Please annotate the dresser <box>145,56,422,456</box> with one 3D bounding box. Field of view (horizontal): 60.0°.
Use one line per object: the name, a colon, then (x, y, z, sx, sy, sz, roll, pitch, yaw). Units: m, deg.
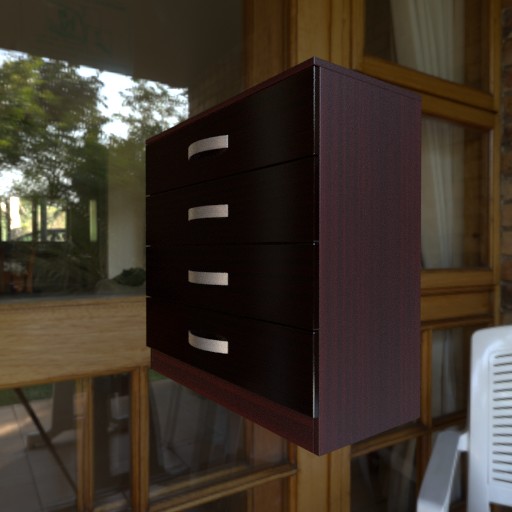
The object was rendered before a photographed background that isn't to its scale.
dresser: (0.000, 0.000, 1.183, 0.360, 0.720, 0.750, -1, 1, -37)
